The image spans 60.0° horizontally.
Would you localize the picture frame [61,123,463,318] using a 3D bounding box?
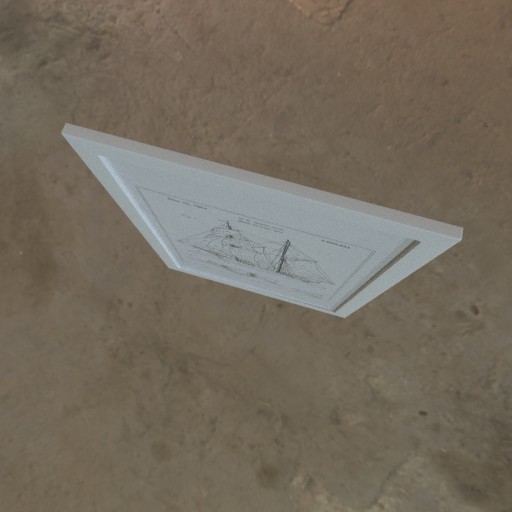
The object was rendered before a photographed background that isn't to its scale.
[{"bbox_3d":[0.000,0.000,0.662,0.381,0.534,0.012,16,75,4],"label":"picture frame"}]
